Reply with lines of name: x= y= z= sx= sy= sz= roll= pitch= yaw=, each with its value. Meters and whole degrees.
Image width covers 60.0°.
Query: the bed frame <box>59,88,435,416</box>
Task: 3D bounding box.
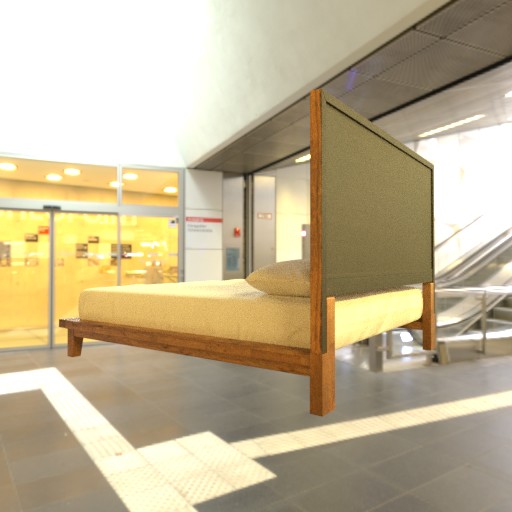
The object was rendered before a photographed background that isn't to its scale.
bed frame: x=0.000 y=0.000 z=3.552 sx=2.235 sy=1.537 sz=2.038 roll=-1 pitch=-1 yaw=36
